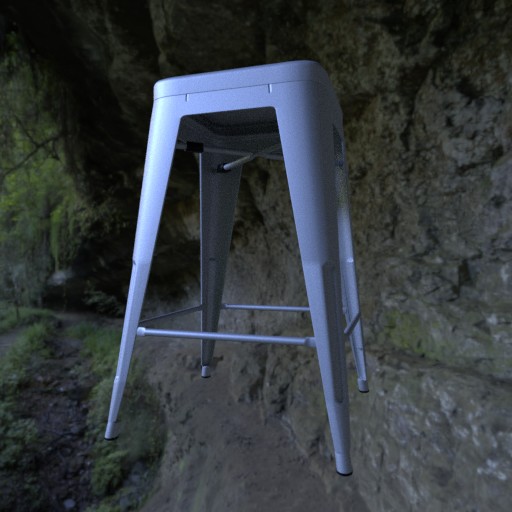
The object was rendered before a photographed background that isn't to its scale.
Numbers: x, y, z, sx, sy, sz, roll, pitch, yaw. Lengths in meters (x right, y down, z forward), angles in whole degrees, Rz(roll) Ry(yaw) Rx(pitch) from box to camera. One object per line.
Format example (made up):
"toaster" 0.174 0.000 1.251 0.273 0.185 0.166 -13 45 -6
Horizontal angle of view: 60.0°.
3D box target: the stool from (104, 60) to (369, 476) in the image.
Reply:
"stool" 0.000 0.000 0.862 0.406 0.610 0.406 0 0 18
